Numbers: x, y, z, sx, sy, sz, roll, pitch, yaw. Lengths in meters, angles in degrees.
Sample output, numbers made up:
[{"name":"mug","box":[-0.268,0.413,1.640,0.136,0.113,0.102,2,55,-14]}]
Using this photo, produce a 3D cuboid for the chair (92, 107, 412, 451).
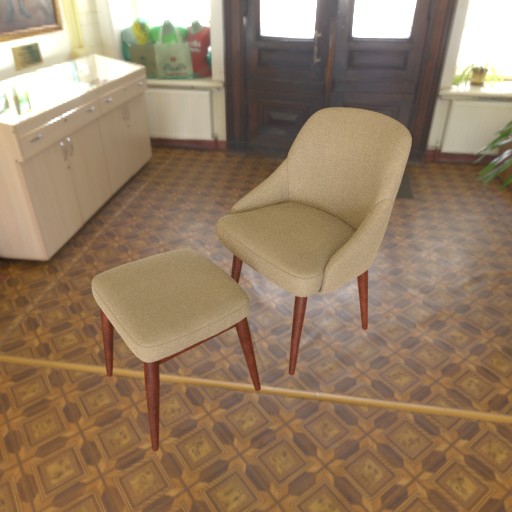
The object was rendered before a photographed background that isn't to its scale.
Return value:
[{"name":"chair","box":[0.000,0.000,1.607,1.114,0.866,0.584,-21,38,-31]}]
